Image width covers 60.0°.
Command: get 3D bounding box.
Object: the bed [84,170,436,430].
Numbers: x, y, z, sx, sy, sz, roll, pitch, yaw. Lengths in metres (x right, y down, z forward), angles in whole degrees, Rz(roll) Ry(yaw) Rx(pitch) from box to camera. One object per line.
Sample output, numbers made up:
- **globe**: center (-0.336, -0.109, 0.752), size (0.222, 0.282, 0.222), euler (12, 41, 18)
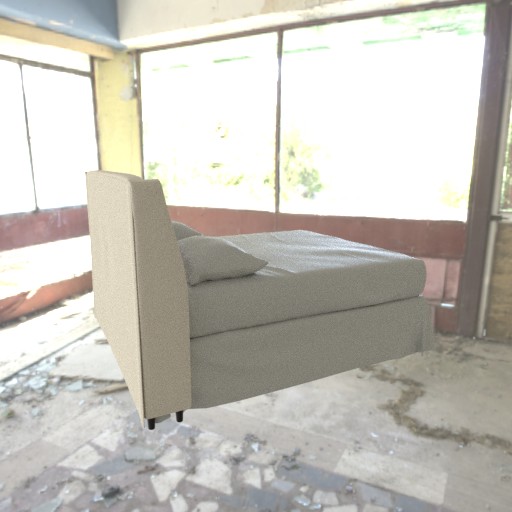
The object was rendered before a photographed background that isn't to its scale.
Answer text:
- **bed**: center (0.000, 0.000, 3.489), size (2.276, 1.332, 1.925), euler (-6, 14, -26)
